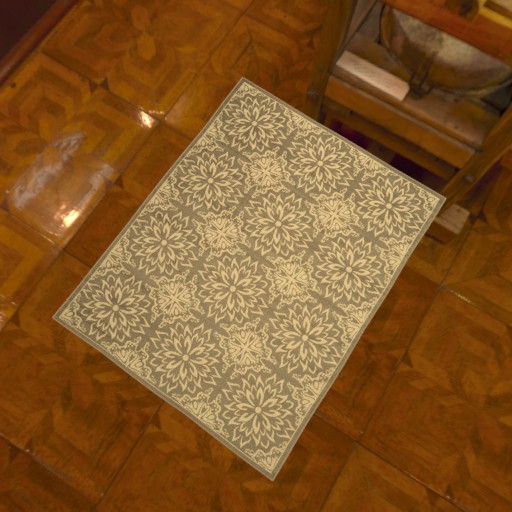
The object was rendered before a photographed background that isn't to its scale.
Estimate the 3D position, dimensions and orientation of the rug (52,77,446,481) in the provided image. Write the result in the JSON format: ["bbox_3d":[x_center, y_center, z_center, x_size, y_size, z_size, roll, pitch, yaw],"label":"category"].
[{"bbox_3d":[0.000,0.000,4.078,2.363,0.012,2.980,33,78,8],"label":"rug"}]
